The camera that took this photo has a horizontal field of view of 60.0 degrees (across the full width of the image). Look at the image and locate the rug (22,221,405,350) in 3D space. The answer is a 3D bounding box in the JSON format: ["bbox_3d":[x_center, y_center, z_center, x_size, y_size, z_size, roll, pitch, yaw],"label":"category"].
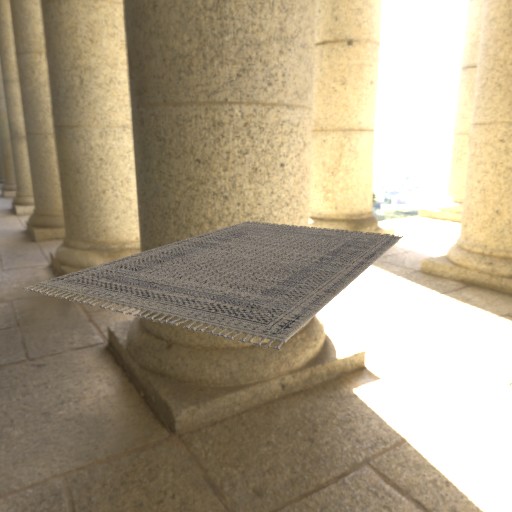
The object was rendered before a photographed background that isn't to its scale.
[{"bbox_3d":[0.000,0.000,3.067,1.548,0.013,2.486,8,16,28],"label":"rug"}]
